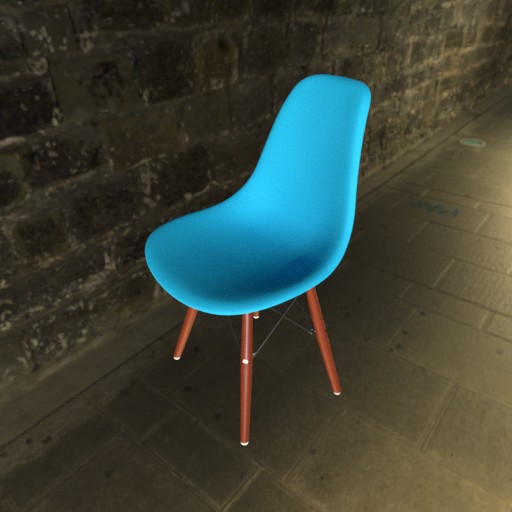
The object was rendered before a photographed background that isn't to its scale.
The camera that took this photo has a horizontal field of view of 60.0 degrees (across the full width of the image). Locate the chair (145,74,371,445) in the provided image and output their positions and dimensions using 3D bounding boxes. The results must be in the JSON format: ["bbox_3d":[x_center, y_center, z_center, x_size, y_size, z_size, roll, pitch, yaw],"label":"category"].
[{"bbox_3d":[0.000,0.000,1.158,0.533,0.826,0.470,-21,38,-30],"label":"chair"}]
